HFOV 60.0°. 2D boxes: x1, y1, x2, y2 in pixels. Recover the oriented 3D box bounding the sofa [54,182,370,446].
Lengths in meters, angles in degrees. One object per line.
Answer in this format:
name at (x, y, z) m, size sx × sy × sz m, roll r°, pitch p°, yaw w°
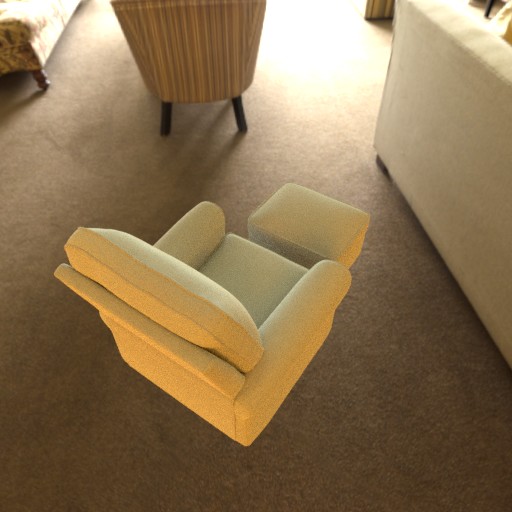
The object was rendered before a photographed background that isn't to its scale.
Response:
sofa at (0.000, 0.000, 2.052) m, size 0.880 × 0.959 × 1.478 m, roll 26°, pitch 51°, yaw 23°
